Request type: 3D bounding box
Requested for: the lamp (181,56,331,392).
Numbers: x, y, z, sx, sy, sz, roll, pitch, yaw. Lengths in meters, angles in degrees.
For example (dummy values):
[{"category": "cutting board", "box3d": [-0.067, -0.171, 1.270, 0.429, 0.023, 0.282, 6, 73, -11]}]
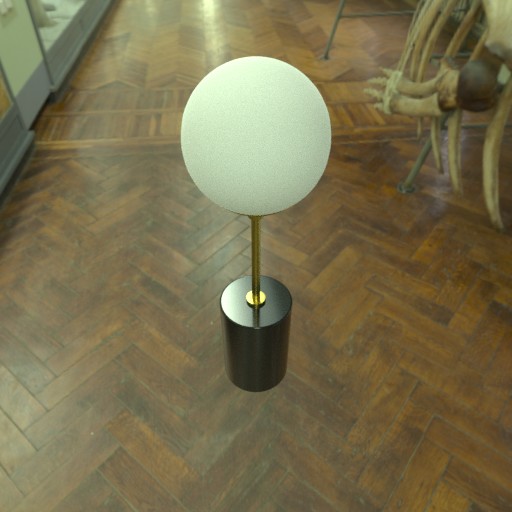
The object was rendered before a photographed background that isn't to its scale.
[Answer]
[{"category": "lamp", "box3d": [0.000, 0.000, 0.566, 0.153, 0.480, 0.153, 0, 42, 0]}]
